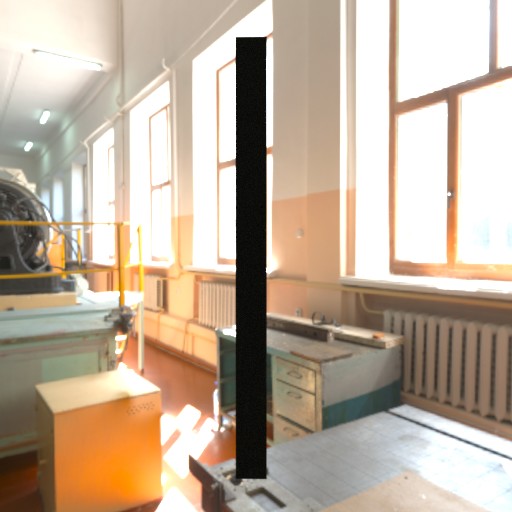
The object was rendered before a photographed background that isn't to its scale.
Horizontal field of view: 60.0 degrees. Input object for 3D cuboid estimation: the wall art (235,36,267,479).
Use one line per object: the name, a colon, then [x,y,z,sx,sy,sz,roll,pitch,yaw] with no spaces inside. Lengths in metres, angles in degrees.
wall art: [0.000,0.000,0.759,0.036,0.506,0.506,0,1,1]
